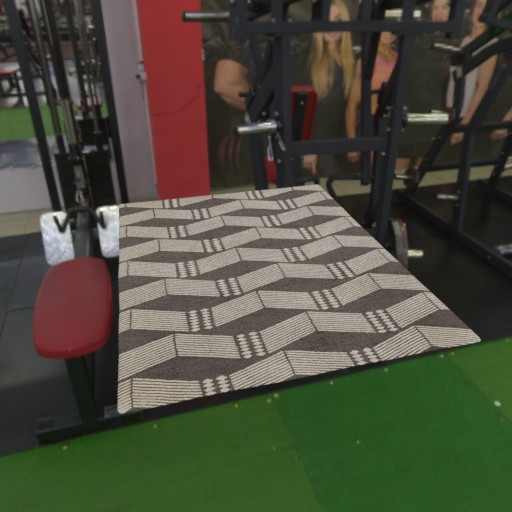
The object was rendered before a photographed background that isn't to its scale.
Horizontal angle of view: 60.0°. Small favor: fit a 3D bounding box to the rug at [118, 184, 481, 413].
[{"bbox_3d":[0.000,0.000,4.067,2.438,0.016,3.048,-8,31,-13],"label":"rug"}]
